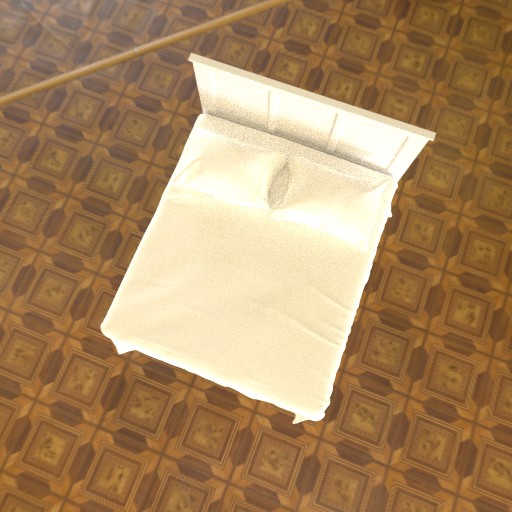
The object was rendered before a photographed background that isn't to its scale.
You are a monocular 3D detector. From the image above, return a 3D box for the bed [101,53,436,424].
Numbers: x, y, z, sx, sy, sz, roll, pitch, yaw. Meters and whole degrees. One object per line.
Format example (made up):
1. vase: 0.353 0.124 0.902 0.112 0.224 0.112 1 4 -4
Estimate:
1. bed: 0.000 0.000 3.207 1.876 1.269 2.047 20 76 5
